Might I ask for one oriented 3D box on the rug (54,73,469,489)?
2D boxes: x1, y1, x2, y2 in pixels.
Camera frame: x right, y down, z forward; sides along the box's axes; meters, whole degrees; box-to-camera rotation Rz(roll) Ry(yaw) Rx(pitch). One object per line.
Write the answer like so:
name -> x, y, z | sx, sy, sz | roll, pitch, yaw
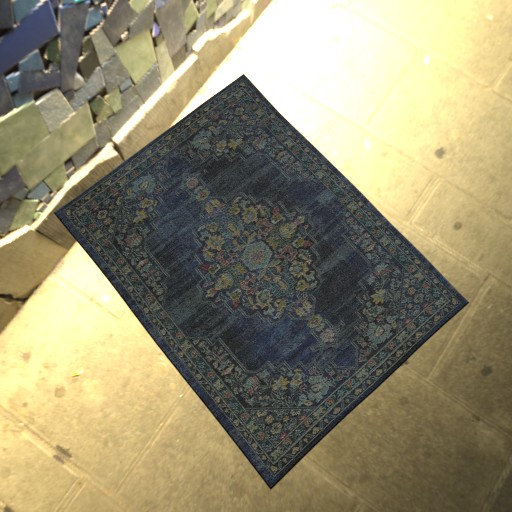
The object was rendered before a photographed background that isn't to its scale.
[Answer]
rug -> 0.000, 0.000, 4.689 | 2.716, 0.035, 3.612 | -40, 79, -10
